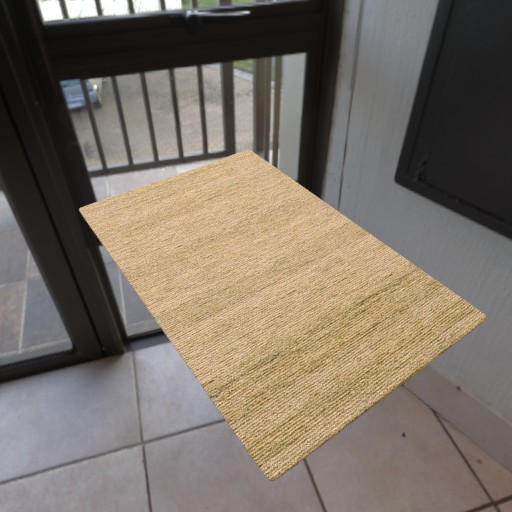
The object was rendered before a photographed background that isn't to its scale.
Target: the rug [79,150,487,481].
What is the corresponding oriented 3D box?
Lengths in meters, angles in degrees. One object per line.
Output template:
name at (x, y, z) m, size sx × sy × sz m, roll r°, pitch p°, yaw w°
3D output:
rug at (0.000, 0.000, 2.139) m, size 1.143 × 0.010 × 1.758 m, roll -26°, pitch 48°, yaw -26°
